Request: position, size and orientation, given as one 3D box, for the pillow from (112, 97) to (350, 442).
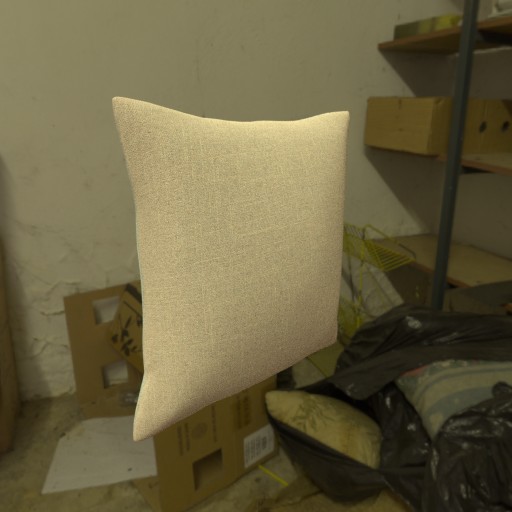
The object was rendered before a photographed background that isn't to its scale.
[{"bbox_3d":[0.000,0.000,0.786,0.512,0.506,0.178,-14,20,-42],"label":"pillow"}]
